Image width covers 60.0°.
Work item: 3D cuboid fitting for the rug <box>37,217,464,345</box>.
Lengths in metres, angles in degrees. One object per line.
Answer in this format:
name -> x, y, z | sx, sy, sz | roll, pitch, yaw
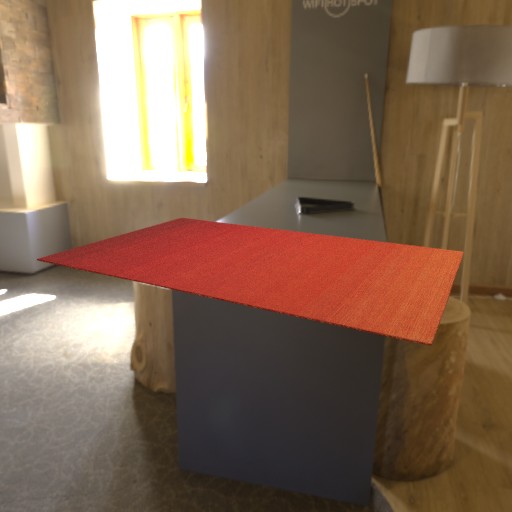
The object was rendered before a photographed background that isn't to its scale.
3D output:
rug -> 0.000, 0.000, 2.978 | 2.442, 0.010, 1.531 | 9, 19, 27
